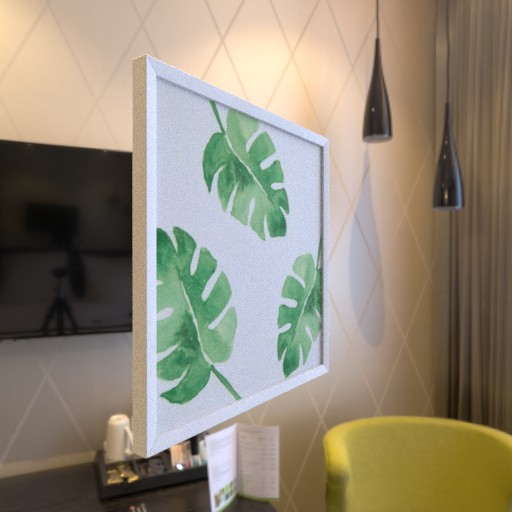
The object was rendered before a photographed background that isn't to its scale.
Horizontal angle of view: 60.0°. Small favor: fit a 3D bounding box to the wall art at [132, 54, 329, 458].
[{"bbox_3d":[0.000,0.000,1.154,0.040,0.762,0.762,0,0,36],"label":"wall art"}]
